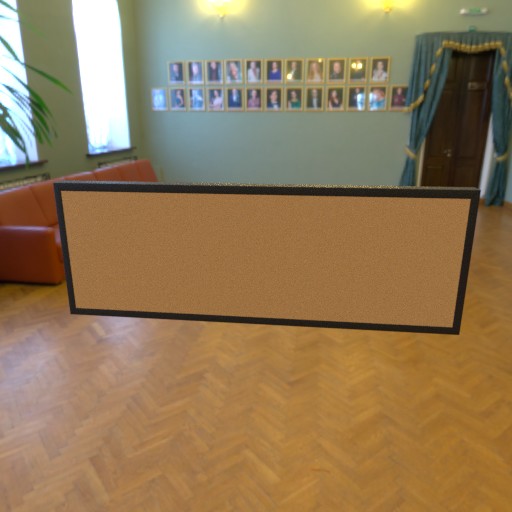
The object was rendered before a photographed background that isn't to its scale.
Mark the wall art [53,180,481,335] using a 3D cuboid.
[{"bbox_3d":[0.000,0.000,0.948,0.860,0.303,0.037,2,17,7],"label":"wall art"}]
